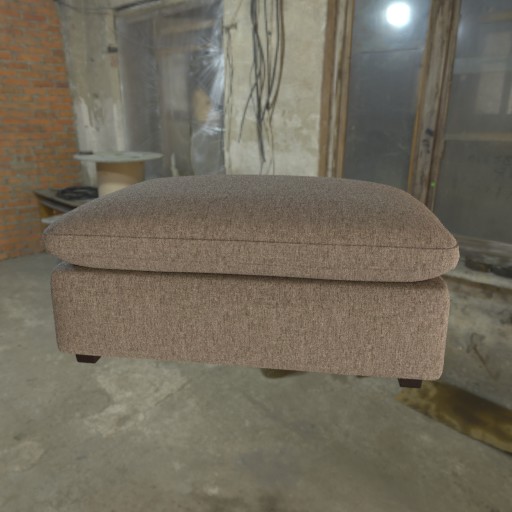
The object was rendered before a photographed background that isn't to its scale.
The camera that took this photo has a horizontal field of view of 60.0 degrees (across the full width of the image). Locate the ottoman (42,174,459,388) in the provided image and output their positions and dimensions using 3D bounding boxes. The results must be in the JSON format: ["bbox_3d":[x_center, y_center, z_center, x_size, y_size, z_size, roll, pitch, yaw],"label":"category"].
[{"bbox_3d":[0.000,0.000,1.328,0.977,0.451,0.694,2,18,7],"label":"ottoman"}]
